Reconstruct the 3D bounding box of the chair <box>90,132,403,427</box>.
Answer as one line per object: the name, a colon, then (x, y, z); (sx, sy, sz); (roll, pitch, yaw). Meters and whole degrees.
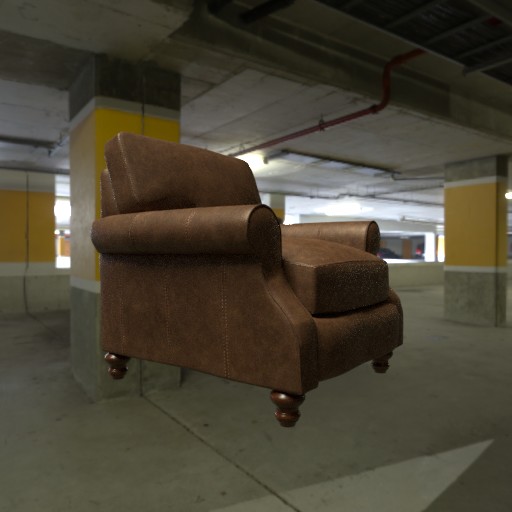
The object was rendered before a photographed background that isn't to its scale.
chair: (0.000, 0.000, 1.799); (1.002, 0.976, 0.996); (0, 1, 37)
